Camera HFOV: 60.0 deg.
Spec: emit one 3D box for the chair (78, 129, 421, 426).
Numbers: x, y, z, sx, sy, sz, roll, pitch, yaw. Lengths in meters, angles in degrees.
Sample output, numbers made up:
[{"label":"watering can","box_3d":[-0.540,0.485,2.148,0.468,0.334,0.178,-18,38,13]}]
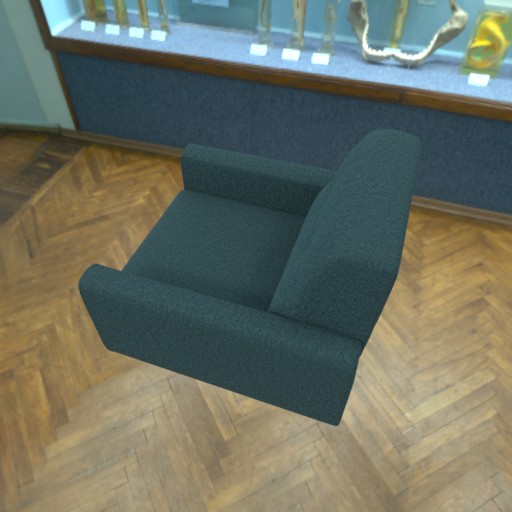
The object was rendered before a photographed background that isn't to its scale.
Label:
[{"label":"chair","box_3d":[0.000,0.000,1.708,0.964,0.940,0.880,15,49,13]}]
